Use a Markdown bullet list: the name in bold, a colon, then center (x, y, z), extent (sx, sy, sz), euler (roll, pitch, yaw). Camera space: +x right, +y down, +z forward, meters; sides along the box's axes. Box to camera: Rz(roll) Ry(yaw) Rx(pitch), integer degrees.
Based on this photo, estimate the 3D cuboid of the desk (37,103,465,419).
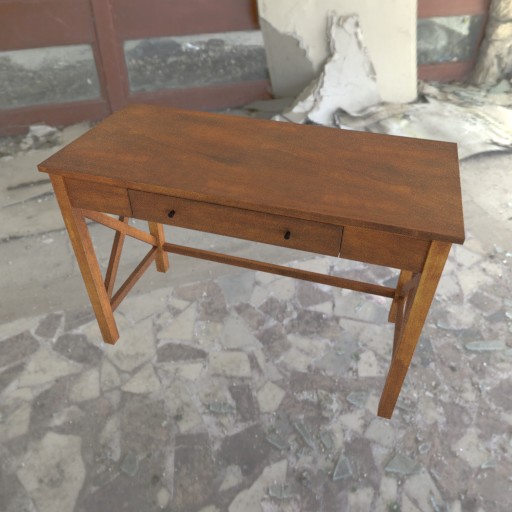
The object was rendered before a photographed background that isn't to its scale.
- **desk**: center (0.000, 0.000, 1.524), extent (1.117, 0.762, 0.508), euler (11, 41, 13)
